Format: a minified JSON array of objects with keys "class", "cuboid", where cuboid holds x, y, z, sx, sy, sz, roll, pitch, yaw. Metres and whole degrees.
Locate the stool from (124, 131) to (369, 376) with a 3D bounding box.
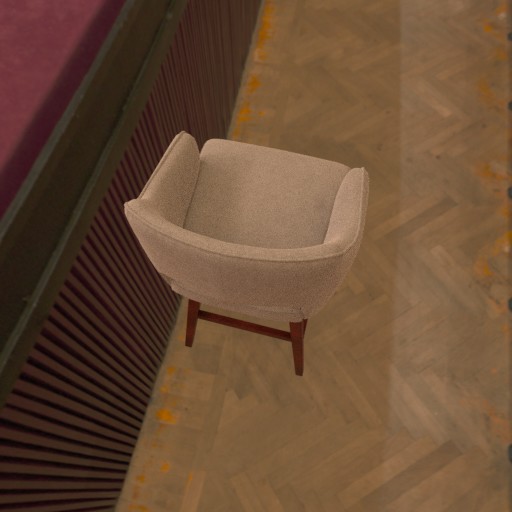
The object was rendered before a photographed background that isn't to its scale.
[{"class":"stool","cuboid":[0.000,0.000,1.366,0.548,1.012,0.558,13,63,7]}]
